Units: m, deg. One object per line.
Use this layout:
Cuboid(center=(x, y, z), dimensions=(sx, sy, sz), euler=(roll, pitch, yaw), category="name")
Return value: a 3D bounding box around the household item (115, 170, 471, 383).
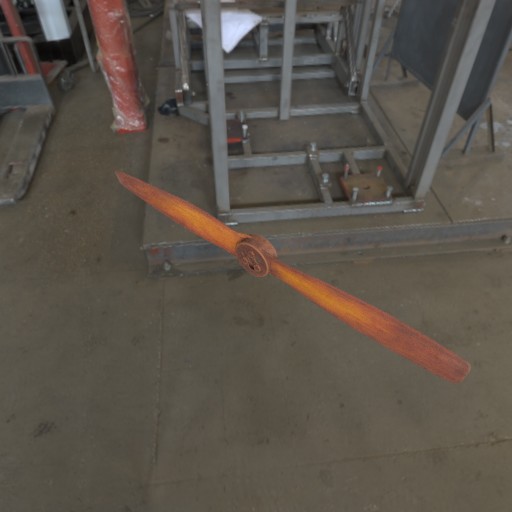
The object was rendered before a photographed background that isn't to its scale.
Cuboid(center=(0.000, 0.000, 1.230), dimensions=(1.181, 0.121, 0.051), euler=(30, 53, 25), category="household item")
